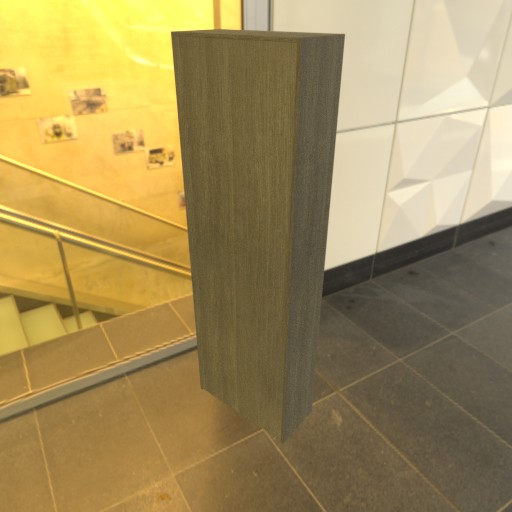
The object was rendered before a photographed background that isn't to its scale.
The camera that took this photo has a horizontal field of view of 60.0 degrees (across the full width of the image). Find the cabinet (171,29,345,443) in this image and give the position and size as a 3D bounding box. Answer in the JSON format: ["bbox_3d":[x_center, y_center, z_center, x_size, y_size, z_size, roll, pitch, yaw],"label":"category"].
[{"bbox_3d":[0.000,0.000,1.808,0.520,1.630,0.255,22,36,33],"label":"cabinet"}]
